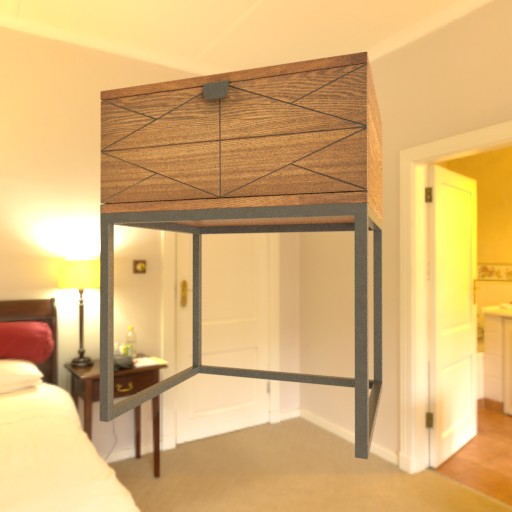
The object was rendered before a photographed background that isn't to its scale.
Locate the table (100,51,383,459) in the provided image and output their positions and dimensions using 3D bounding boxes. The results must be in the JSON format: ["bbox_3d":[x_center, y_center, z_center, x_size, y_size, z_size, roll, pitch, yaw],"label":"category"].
[{"bbox_3d":[0.000,0.000,0.916,0.482,0.610,0.400,0,0,19],"label":"table"}]
